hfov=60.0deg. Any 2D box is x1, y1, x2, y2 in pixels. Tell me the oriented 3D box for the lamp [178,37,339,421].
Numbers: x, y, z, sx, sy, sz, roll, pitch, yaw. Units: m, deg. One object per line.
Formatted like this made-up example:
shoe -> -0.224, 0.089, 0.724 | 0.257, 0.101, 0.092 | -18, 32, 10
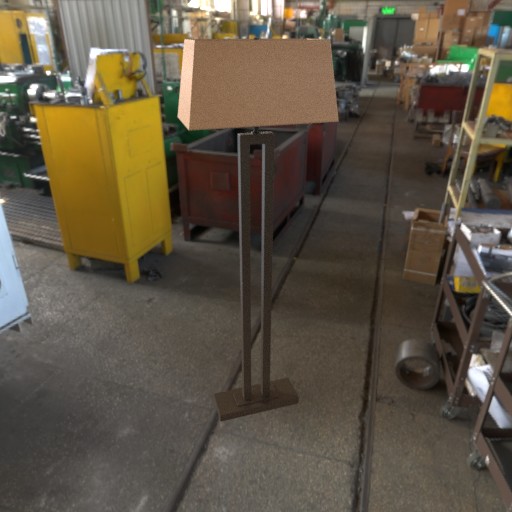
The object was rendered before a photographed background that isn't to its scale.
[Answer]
lamp -> 0.000, 0.000, 1.663 | 0.475, 1.469, 0.233 | -8, 28, -15
